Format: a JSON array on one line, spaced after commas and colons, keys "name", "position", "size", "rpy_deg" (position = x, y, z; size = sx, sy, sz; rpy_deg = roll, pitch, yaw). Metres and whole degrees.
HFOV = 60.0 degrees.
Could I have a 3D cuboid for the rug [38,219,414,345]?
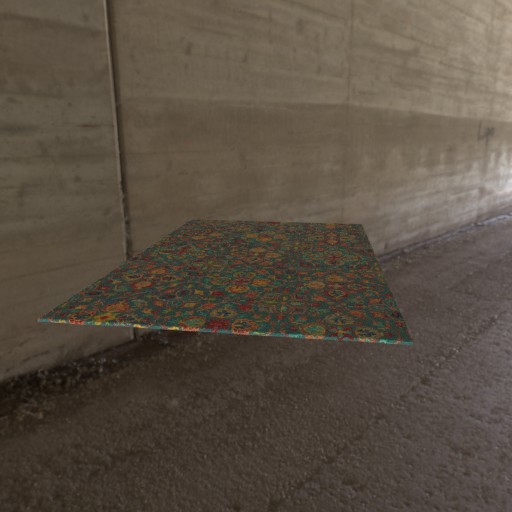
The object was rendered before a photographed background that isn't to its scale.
[{"name": "rug", "position": [0.000, 0.000, 2.845], "size": [1.527, 0.016, 2.290], "rpy_deg": [2, 15, 8]}]
